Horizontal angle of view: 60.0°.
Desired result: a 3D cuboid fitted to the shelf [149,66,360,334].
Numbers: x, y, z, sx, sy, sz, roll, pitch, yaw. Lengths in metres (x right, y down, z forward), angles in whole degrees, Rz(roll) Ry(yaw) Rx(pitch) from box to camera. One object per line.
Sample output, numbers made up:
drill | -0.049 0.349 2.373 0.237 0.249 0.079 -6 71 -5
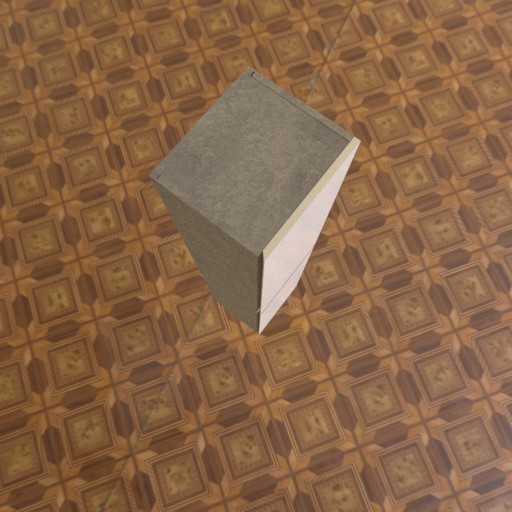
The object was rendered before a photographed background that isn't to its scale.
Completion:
shelf | 0.000 0.000 1.505 0.270 1.400 0.300 37 78 9
